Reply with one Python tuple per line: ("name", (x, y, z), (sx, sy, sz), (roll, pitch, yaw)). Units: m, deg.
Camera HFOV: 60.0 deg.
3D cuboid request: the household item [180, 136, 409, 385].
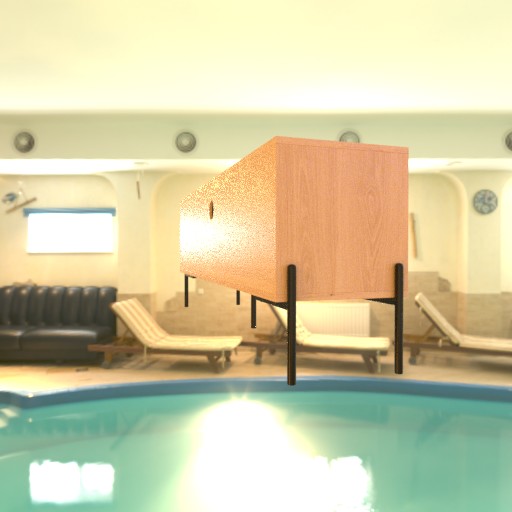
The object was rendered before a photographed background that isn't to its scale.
("household item", (0.000, 0.000, 1.846), (0.400, 0.600, 1.550), (0, 1, -18))
